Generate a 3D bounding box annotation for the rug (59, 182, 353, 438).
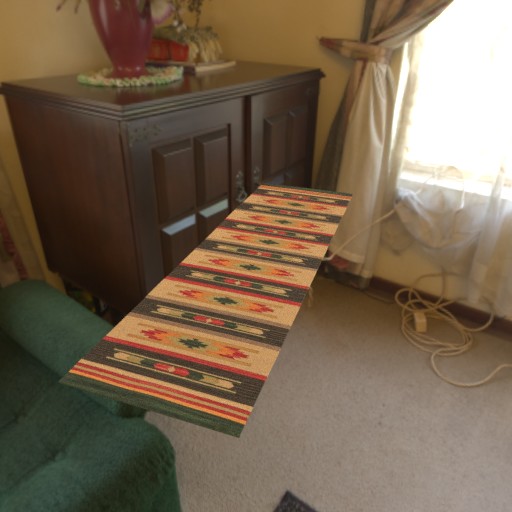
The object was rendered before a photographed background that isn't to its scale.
[{"bbox_3d":[0.000,0.000,2.617,0.760,0.009,2.440,10,30,17],"label":"rug"}]
